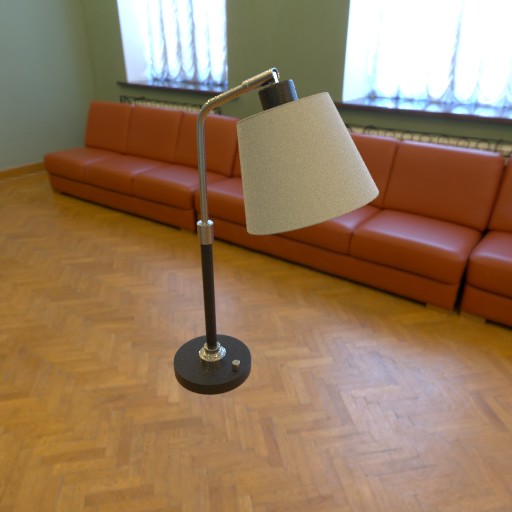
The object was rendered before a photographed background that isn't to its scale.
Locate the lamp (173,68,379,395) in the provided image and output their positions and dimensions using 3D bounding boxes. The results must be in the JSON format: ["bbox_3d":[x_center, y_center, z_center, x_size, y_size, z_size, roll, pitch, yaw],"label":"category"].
[{"bbox_3d":[0.000,0.000,0.685,0.348,0.539,0.181,17,31,30],"label":"lamp"}]
